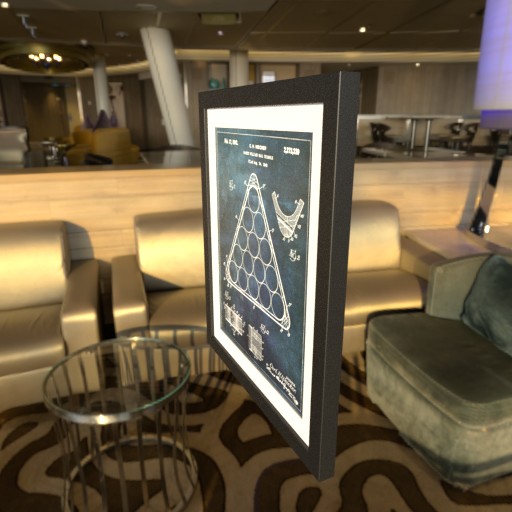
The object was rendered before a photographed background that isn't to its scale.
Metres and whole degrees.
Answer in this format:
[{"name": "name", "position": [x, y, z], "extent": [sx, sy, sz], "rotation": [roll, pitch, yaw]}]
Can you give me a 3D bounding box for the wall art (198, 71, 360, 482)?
[{"name": "wall art", "position": [0.000, 0.000, 0.705], "extent": [0.025, 0.508, 0.432], "rotation": [-8, 19, -25]}]
